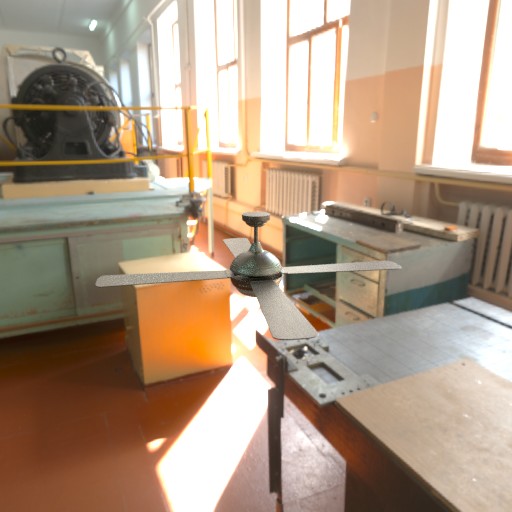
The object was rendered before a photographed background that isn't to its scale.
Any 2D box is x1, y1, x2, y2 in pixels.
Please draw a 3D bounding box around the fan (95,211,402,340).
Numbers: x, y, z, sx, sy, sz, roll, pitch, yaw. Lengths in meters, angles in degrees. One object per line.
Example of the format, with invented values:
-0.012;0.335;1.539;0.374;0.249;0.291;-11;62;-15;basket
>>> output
0.000;0.000;1.990;1.321;0.381;1.321;3;16;10;fan
